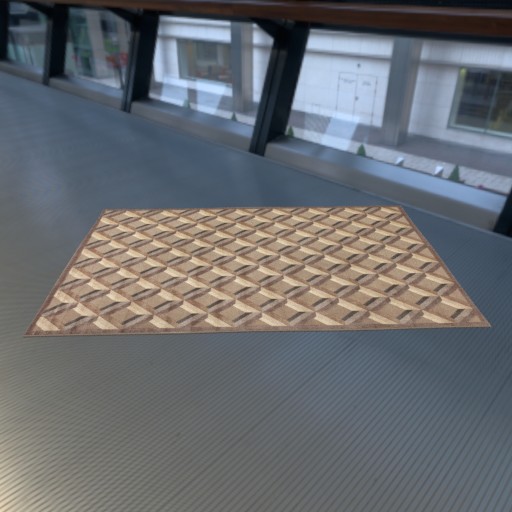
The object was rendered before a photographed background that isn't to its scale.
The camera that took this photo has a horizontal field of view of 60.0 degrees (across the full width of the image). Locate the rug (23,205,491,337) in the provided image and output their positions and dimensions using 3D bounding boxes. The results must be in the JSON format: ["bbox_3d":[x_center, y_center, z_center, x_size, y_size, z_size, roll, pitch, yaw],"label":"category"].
[{"bbox_3d":[0.000,0.000,2.034,1.677,0.011,1.066,-1,31,-1],"label":"rug"}]
